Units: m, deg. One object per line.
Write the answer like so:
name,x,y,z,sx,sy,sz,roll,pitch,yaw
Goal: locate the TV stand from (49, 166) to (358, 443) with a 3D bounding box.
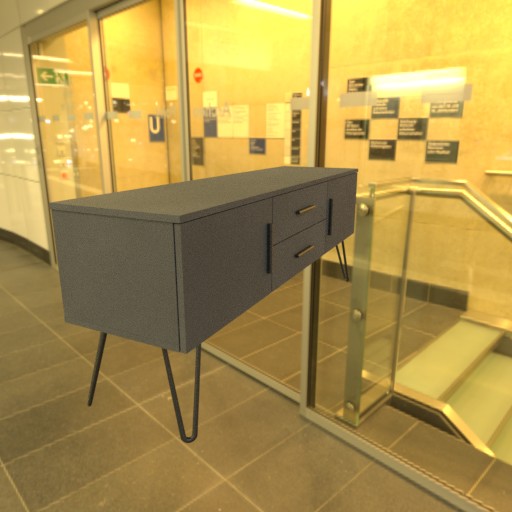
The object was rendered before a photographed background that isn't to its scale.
TV stand,0.000,0.000,1.652,0.400,0.560,1.400,8,17,26
